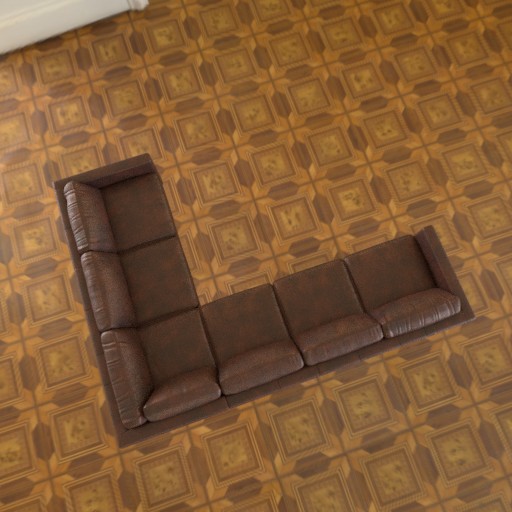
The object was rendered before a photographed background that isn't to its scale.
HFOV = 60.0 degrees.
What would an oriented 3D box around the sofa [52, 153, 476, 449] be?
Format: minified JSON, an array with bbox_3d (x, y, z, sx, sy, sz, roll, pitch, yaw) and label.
[{"bbox_3d":[0.000,0.000,4.194,3.152,0.836,2.438,-19,76,-5],"label":"sofa"}]
